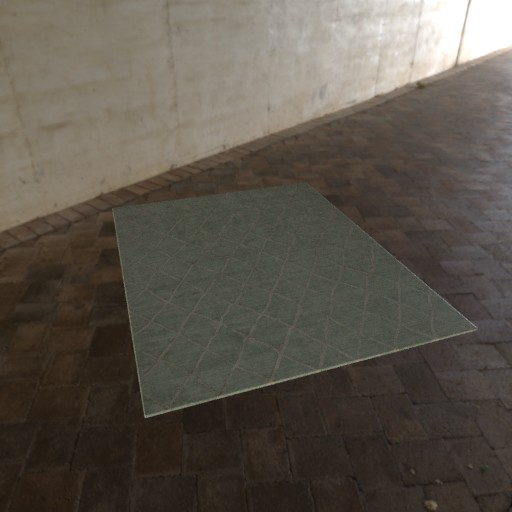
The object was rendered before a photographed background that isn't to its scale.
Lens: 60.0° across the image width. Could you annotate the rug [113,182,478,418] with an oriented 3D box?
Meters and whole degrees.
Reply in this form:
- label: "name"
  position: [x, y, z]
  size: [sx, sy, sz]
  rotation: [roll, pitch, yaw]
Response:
- label: "rug"
  position: [0.000, 0.000, 4.163]
  size: [2.420, 0.019, 3.039]
  rotation: [-10, 33, -16]
